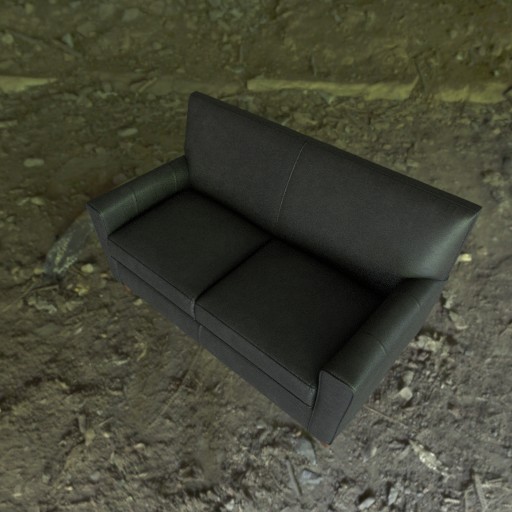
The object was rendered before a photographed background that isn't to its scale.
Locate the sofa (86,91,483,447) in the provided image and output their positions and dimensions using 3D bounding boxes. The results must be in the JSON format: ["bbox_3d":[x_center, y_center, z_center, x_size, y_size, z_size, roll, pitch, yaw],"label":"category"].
[{"bbox_3d":[0.000,0.000,2.010,1.473,0.871,0.787,31,52,28],"label":"sofa"}]
